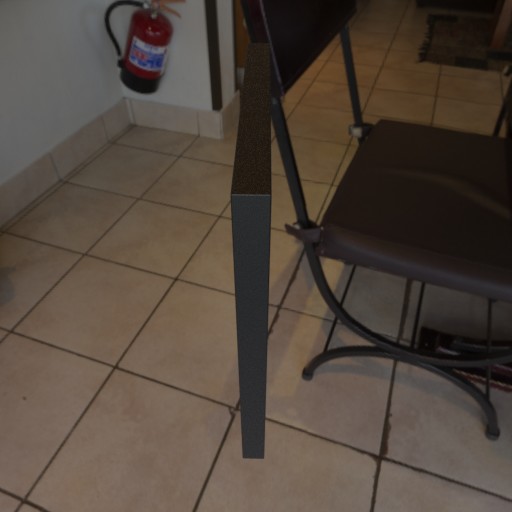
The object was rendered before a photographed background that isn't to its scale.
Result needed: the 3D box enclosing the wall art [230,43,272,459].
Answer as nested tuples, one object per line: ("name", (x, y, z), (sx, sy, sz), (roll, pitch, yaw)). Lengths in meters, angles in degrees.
("wall art", (0.000, 0.000, 0.761), (0.039, 0.555, 0.449), (1, 42, 1))
